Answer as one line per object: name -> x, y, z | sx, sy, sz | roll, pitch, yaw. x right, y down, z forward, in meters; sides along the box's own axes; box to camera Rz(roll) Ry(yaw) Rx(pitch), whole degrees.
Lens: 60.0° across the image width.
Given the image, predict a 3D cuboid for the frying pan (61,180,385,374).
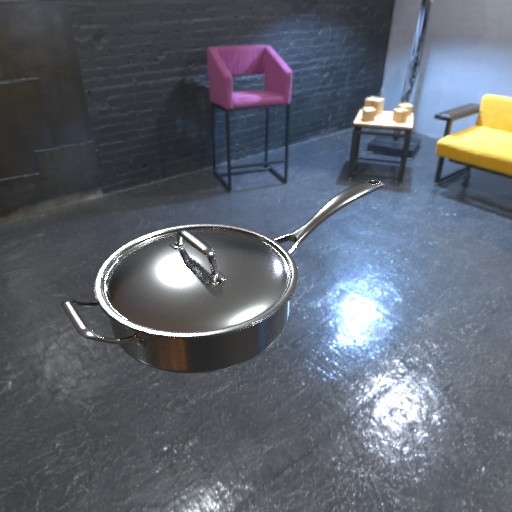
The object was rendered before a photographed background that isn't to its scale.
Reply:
frying pan -> 0.000, 0.000, 0.599 | 0.492, 0.111, 0.245 | -22, 38, -31
